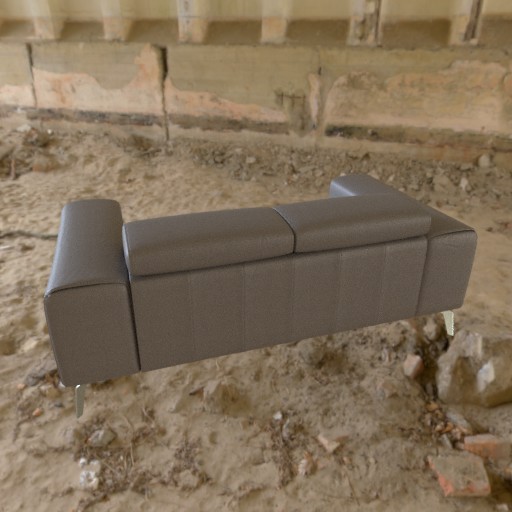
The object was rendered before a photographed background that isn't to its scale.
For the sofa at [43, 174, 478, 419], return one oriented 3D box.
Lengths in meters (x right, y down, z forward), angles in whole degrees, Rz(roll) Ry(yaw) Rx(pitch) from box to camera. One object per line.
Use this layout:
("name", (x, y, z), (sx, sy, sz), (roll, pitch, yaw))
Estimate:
("sofa", (0.000, 0.000, 2.346), (1.930, 0.753, 1.024), (-8, 27, -16))
